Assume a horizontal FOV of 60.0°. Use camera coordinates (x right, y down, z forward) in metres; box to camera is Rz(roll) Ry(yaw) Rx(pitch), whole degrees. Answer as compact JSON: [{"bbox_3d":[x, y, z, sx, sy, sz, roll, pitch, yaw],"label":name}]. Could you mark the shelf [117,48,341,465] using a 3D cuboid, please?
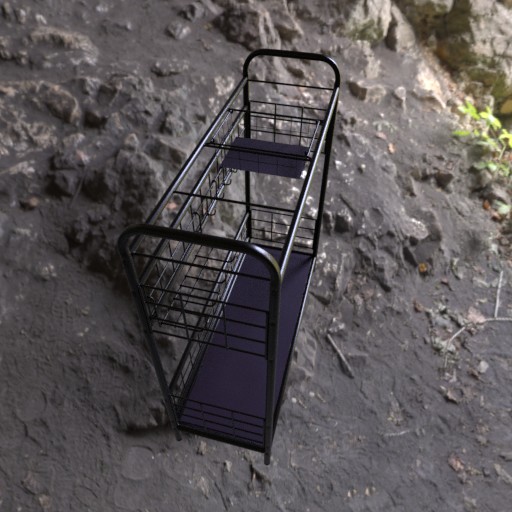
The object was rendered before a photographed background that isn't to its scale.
[{"bbox_3d":[0.000,0.000,1.519,0.350,1.026,0.961,11,46,10],"label":"shelf"}]
